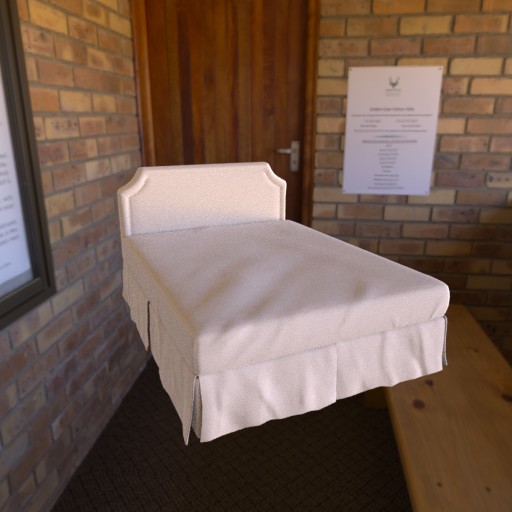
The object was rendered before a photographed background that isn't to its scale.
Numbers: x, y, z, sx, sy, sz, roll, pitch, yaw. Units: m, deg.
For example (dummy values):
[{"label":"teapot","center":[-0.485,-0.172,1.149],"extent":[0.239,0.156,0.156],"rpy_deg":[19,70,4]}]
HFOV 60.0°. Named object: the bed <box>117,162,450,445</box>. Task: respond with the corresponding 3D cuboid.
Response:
[{"label":"bed","center":[0.000,0.000,3.700],"extent":[1.977,1.293,2.498],"rpy_deg":[-8,19,-24]}]
